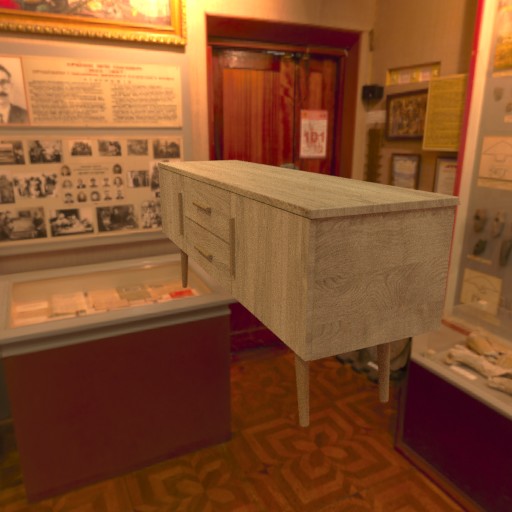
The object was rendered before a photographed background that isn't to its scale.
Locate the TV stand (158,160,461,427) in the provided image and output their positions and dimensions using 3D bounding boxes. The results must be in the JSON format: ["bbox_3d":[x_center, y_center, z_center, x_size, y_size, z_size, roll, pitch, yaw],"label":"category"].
[{"bbox_3d":[0.000,0.000,1.545,0.401,0.565,1.313,-7,17,-23],"label":"TV stand"}]
